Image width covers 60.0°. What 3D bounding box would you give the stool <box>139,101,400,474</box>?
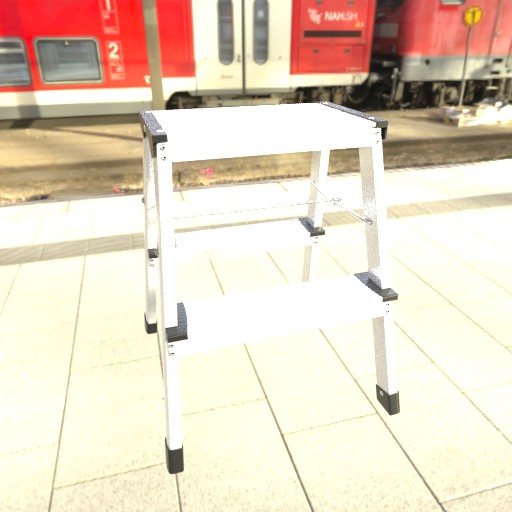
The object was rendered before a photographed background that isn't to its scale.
[{"bbox_3d":[0.000,0.000,0.779,0.404,0.480,0.405,-8,28,-16],"label":"stool"}]
